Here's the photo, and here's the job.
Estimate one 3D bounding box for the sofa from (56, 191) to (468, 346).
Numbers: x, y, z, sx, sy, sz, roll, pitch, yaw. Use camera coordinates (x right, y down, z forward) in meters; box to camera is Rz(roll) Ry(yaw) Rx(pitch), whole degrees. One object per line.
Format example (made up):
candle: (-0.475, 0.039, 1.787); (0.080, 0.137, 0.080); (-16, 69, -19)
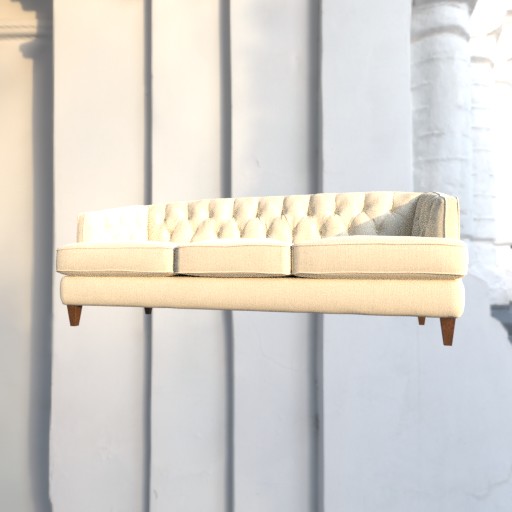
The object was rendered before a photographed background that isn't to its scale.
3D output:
sofa: (0.000, 0.000, 2.731); (2.278, 0.855, 0.941); (0, -1, 18)
